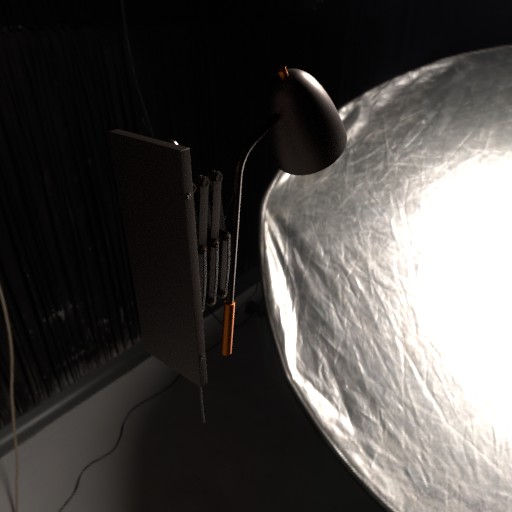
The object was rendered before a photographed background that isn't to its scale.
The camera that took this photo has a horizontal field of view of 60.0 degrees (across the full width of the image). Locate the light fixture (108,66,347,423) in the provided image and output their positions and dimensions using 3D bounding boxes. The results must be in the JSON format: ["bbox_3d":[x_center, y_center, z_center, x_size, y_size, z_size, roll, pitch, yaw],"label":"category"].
[{"bbox_3d":[0.000,0.000,0.920,0.162,0.715,0.499,22,37,33],"label":"light fixture"}]
